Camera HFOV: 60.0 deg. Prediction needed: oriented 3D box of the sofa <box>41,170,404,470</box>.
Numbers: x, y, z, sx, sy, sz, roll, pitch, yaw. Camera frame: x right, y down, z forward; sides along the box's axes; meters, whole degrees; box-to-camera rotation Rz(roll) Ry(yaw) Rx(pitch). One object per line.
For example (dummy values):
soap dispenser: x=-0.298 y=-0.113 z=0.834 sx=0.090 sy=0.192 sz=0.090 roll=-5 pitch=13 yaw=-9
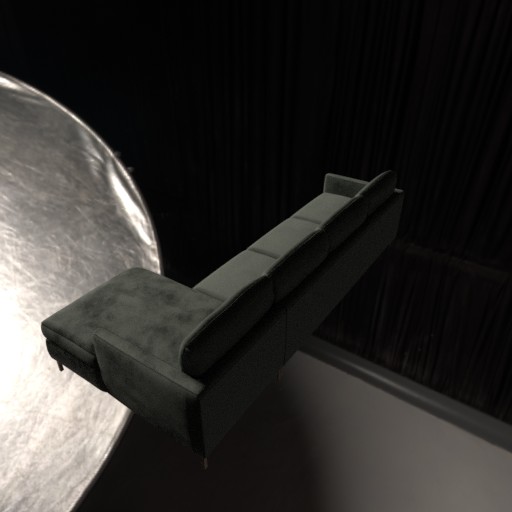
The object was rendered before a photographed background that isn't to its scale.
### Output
sofa: x=0.000 y=0.000 z=3.247 sx=1.255 sy=0.756 sz=2.725 roll=20 pitch=37 yaw=29
